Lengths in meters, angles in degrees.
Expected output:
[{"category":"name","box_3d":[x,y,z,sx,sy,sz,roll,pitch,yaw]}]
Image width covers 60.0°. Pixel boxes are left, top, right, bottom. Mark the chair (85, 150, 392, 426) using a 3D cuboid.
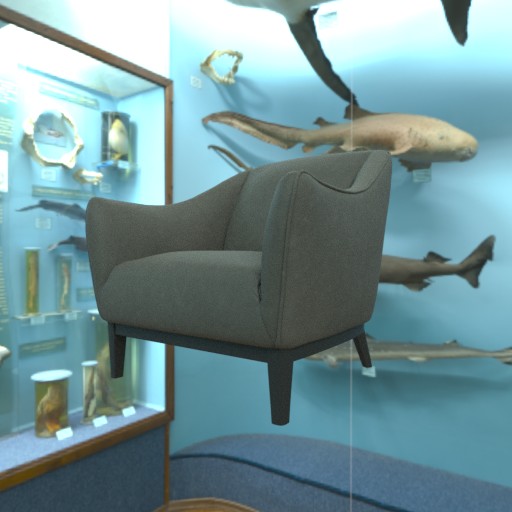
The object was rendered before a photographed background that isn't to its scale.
[{"category":"chair","box_3d":[0.000,0.000,1.587,0.871,0.830,0.852,0,1,37]}]
